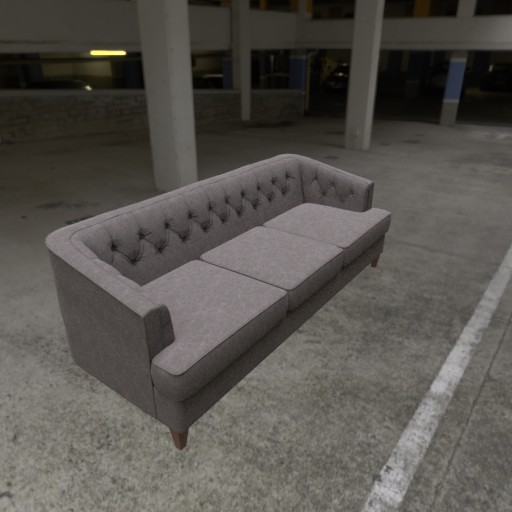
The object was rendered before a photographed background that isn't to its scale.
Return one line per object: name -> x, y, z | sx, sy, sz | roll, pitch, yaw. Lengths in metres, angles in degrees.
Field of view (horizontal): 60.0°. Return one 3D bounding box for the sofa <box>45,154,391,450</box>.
sofa -> 0.000, 0.000, 2.731 | 0.917, 0.806, 2.247 | 17, 31, 32
